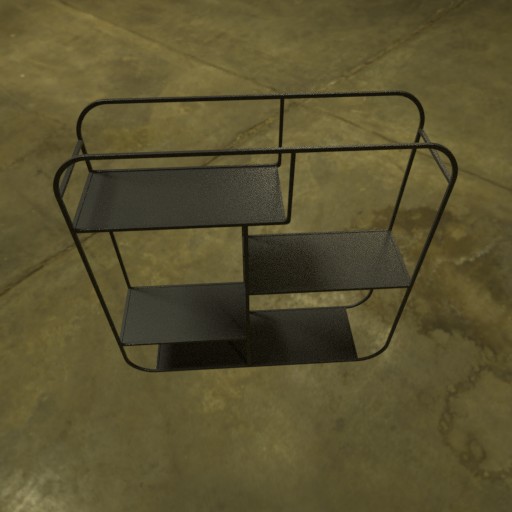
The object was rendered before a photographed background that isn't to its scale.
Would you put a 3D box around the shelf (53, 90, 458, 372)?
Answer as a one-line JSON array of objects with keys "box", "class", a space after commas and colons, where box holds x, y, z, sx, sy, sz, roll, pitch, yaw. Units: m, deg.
[{"box": [0.000, 0.000, 0.886, 0.600, 0.600, 0.160, -3, 47, -2], "class": "shelf"}]
